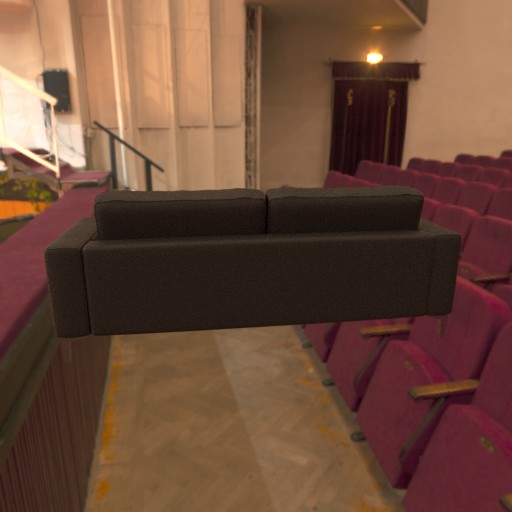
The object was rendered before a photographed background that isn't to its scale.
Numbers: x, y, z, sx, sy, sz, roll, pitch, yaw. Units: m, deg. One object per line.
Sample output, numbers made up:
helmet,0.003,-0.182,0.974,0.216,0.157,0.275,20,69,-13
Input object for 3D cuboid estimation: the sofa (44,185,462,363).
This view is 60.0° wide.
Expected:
sofa,0.000,0.000,2.773,2.275,0.893,0.833,-2,16,-8
